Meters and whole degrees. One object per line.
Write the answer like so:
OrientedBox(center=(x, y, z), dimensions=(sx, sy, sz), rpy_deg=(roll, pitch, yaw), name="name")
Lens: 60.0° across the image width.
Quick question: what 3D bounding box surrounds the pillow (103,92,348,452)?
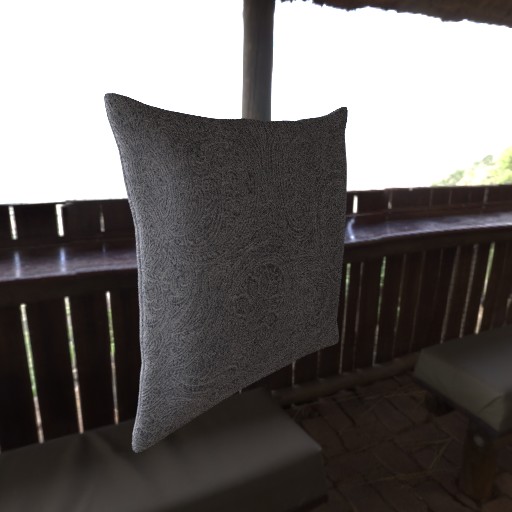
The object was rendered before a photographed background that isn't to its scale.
OrientedBox(center=(0.000, 0.000, 0.768), dimensions=(0.166, 0.510, 0.523), rpy_deg=(15, 22, 43), name="pillow")
